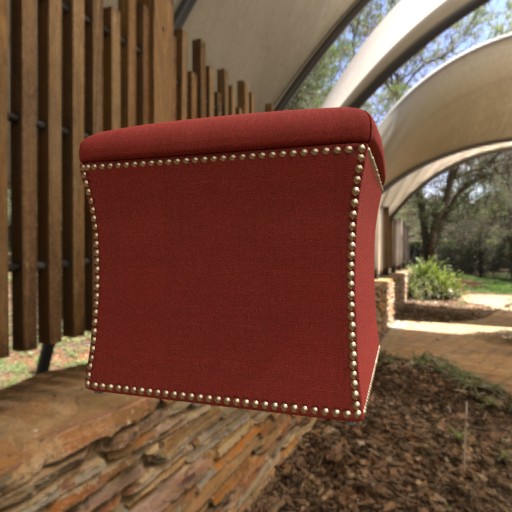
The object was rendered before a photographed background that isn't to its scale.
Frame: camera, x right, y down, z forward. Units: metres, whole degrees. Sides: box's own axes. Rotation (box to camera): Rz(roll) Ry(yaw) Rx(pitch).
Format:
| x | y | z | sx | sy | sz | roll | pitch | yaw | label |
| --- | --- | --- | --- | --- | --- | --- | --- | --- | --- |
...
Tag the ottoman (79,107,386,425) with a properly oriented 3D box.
| x | y | z | sx | sy | sz | roll | pitch | yaw | label |
| --- | --- | --- | --- | --- | --- | --- | --- | --- | --- |
| 0.000 | 0.000 | 0.908 | 0.507 | 0.475 | 0.497 | 0 | 1 | 18 | ottoman |
